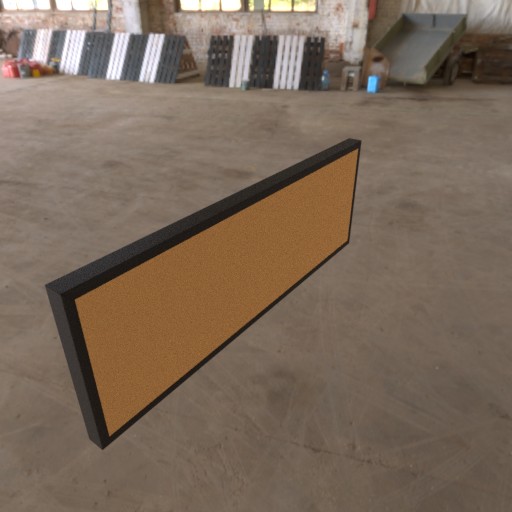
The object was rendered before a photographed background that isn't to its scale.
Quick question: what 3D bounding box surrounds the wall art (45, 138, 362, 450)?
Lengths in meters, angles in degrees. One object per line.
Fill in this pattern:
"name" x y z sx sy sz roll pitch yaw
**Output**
"wall art" 0.000 0.000 0.935 0.037 0.303 0.860 21 36 31
